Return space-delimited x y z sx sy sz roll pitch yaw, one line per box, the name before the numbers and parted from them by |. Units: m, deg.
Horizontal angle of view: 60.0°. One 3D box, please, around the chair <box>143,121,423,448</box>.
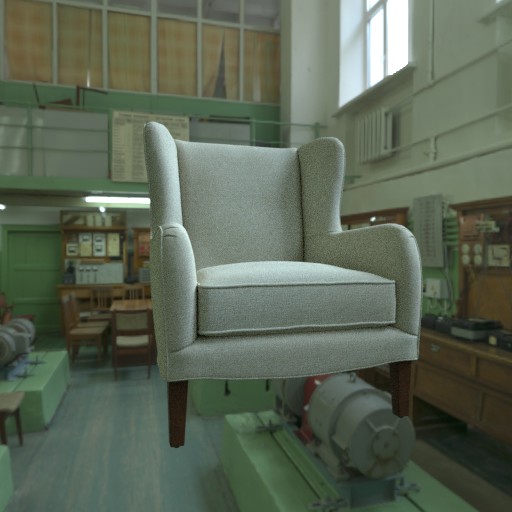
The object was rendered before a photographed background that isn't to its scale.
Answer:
chair | 0.000 0.000 1.719 0.838 1.040 0.966 0 1 -17
